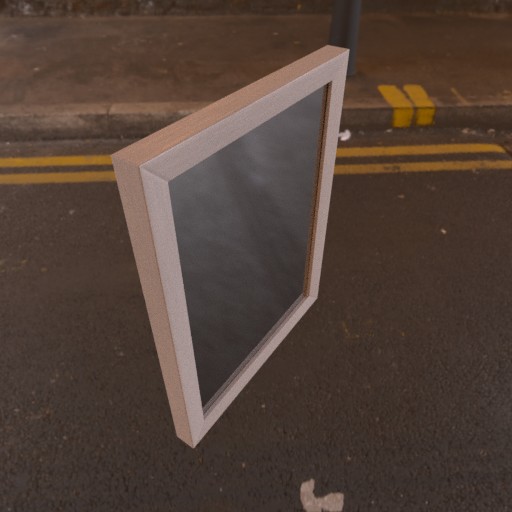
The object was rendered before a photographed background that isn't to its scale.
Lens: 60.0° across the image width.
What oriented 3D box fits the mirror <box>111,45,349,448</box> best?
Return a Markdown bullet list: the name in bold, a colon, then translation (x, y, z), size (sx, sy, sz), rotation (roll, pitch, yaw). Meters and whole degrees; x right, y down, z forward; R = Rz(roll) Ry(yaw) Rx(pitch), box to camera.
- **mirror**: translation (0.000, 0.000, 0.677), size (0.041, 0.508, 0.405), rotation (25, 46, 26)
